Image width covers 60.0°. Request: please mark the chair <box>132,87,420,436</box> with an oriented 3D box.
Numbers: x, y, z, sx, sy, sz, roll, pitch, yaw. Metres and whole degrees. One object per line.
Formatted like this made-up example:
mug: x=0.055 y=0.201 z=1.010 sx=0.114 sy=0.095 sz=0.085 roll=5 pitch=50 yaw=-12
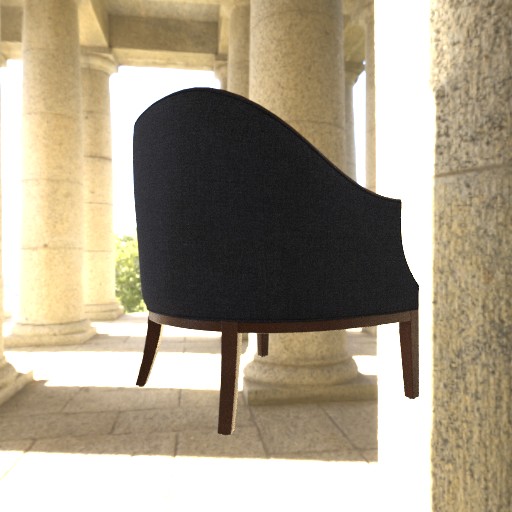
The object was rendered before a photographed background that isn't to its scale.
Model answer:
chair: x=0.000 y=0.000 z=1.464 sx=0.735 sy=0.876 sz=0.803 roll=0 pitch=-1 yaw=-37
